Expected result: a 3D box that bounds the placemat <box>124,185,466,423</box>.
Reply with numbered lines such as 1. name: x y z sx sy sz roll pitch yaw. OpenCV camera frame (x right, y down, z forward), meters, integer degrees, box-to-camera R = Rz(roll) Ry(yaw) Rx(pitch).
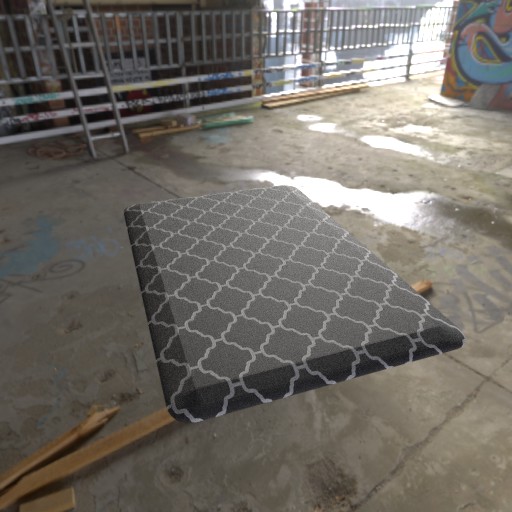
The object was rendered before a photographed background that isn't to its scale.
1. placemat: 0.000 0.000 0.971 0.508 0.021 0.762 -10 32 -17
